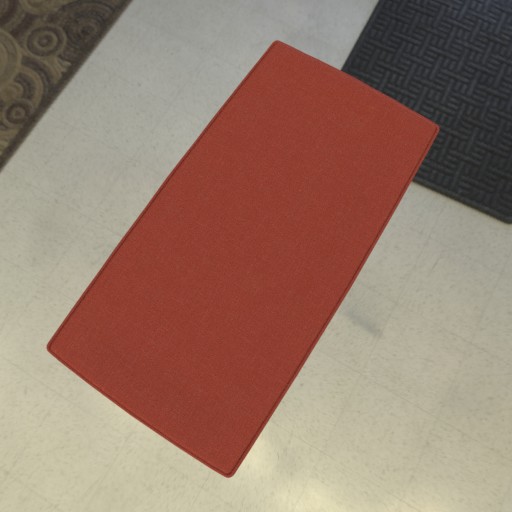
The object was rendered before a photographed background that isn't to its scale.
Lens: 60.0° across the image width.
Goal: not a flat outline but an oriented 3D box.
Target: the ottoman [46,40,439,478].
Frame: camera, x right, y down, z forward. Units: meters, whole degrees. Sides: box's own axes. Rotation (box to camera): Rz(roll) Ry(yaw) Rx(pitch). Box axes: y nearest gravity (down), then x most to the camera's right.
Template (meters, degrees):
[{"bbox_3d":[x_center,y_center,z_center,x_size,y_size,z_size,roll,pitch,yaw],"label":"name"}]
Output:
[{"bbox_3d":[0.000,0.000,1.211,0.497,0.454,0.948,32,77,8],"label":"ottoman"}]
